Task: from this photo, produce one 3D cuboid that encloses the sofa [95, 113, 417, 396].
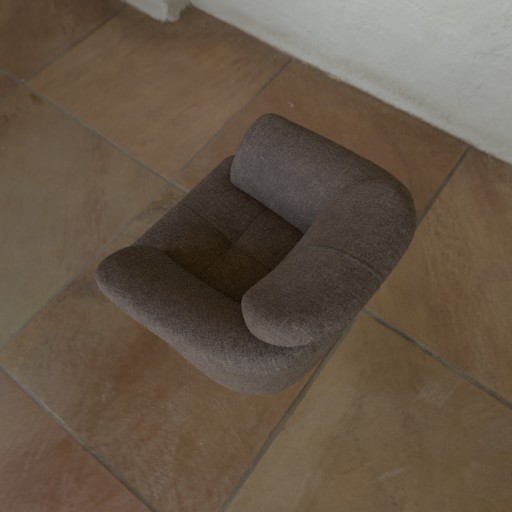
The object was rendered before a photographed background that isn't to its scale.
[{"bbox_3d":[0.000,0.000,1.513,0.794,0.811,0.870,37,70,16],"label":"sofa"}]
